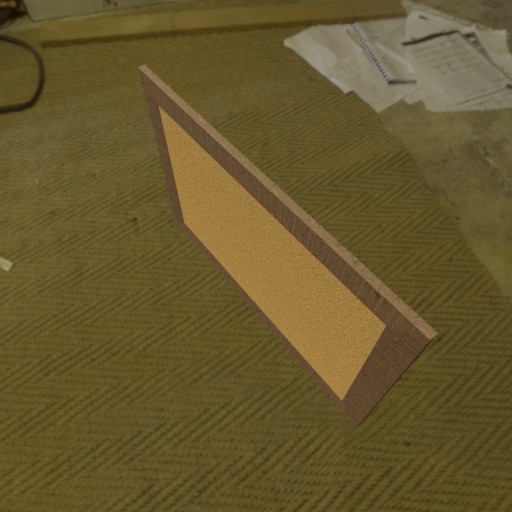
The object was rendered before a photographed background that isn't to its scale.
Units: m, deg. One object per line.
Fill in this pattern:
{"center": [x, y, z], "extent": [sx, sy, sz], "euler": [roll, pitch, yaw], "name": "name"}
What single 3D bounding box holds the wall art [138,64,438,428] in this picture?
{"center": [0.000, 0.000, 1.166], "extent": [0.019, 0.626, 0.917], "euler": [-34, 63, -20], "name": "wall art"}
